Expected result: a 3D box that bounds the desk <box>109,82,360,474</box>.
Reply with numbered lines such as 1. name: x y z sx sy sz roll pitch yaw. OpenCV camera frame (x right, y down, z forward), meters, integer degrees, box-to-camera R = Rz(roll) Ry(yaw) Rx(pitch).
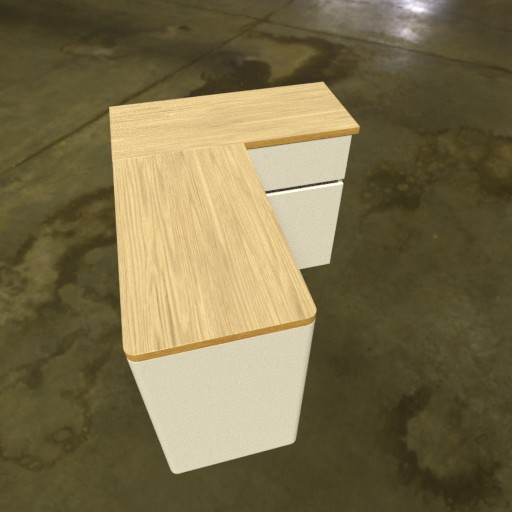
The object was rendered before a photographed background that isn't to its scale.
1. desk: 0.000 0.000 1.711 0.900 0.760 1.170 -10 47 -10
